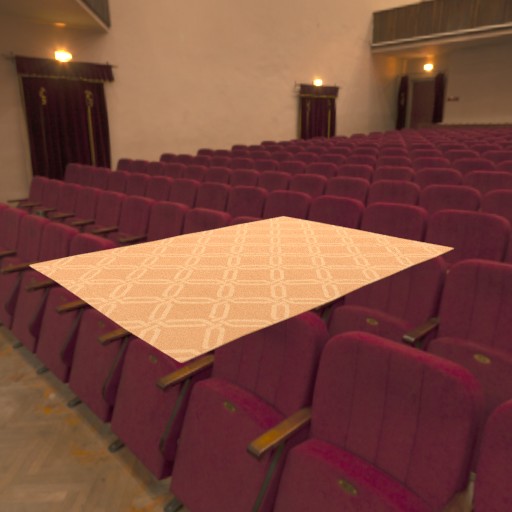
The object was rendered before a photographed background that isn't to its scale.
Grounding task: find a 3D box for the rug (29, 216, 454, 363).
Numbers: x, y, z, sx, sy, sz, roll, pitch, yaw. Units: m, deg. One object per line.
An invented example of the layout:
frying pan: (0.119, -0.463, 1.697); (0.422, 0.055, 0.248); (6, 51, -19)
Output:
rug: (0.000, 0.000, 2.692); (2.135, 0.013, 1.524); (-15, 22, -42)
